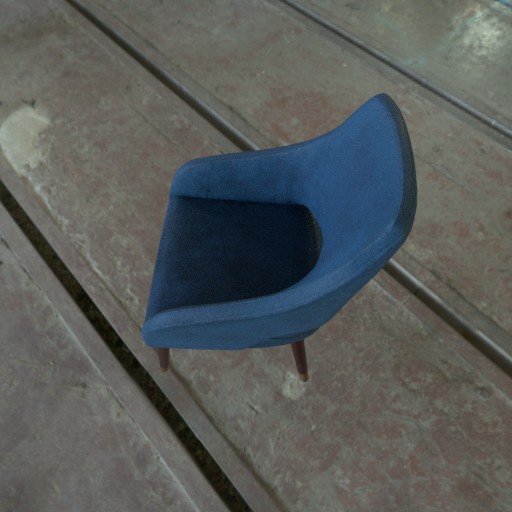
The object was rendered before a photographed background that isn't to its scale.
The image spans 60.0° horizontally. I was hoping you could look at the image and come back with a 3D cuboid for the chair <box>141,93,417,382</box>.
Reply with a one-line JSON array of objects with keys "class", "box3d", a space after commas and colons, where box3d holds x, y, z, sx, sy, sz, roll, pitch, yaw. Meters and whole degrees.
[{"class": "chair", "box3d": [0.000, 0.000, 1.572, 0.794, 1.081, 0.683, 3, 59, 2]}]
